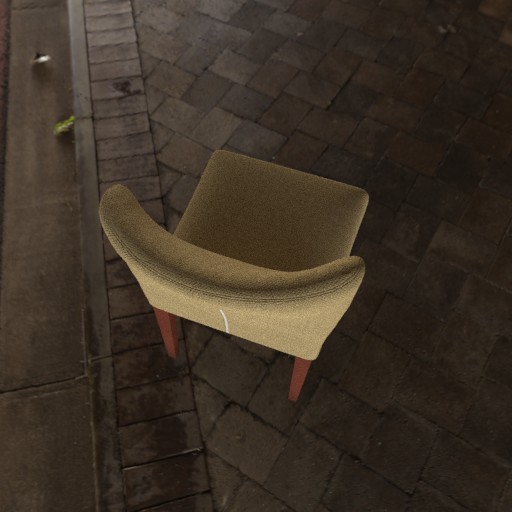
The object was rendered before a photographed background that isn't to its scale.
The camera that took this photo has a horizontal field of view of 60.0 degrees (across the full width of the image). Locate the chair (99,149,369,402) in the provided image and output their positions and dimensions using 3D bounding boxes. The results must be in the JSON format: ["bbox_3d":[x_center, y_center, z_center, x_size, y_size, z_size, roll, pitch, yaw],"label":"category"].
[{"bbox_3d":[0.000,0.000,1.169,0.491,0.839,0.589,17,64,9],"label":"chair"}]
